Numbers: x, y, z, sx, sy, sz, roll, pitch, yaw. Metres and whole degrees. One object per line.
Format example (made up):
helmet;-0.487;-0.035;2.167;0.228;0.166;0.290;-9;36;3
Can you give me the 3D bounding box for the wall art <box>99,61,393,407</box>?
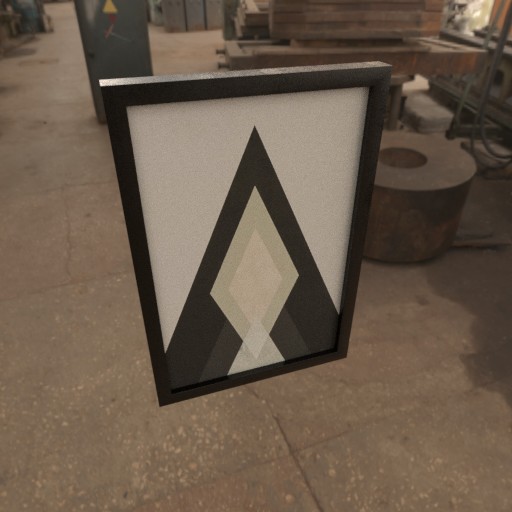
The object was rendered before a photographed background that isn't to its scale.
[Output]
wall art;0.000;0.000;0.587;0.313;0.457;0.031;-10;35;-15
